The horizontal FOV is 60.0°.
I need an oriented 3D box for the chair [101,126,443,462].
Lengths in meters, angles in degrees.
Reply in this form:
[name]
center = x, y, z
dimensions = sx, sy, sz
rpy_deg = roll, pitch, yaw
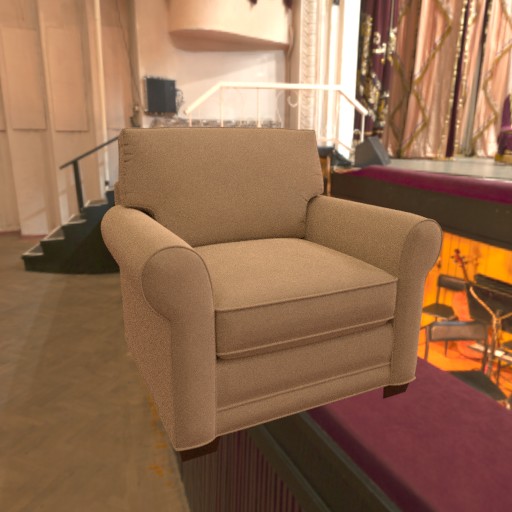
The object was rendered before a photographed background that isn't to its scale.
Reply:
[chair]
center = 0.000, 0.000, 1.687
dimensions = 1.040, 0.955, 0.863
rpy_deg = -7, 16, -25
